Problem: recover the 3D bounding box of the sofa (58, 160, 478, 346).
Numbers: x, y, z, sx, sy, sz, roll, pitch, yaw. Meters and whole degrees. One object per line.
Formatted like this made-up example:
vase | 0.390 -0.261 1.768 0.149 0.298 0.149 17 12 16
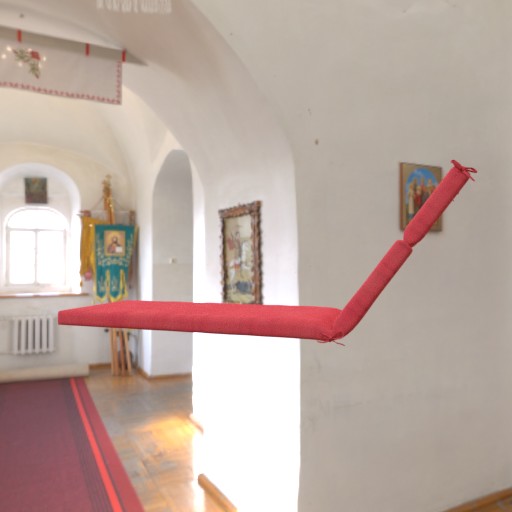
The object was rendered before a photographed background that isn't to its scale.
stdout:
sofa | 0.000 0.000 1.912 1.663 0.622 0.582 0 0 18
